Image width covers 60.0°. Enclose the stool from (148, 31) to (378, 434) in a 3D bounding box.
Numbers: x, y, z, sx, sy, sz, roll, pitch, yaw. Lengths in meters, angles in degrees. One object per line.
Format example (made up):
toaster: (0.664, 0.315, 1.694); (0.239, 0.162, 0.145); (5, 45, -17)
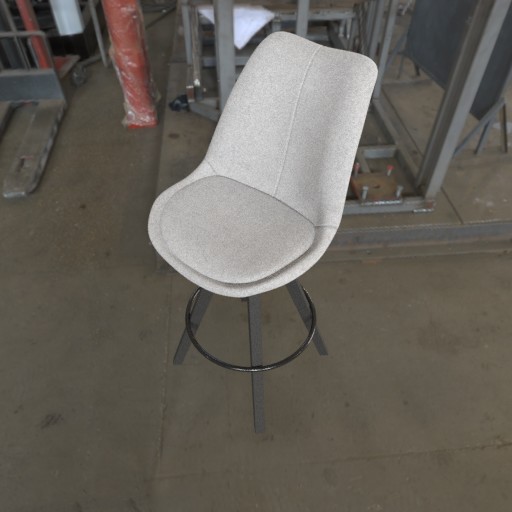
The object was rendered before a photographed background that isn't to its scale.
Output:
stool: (0.000, 0.000, 1.354); (0.485, 1.115, 0.550); (31, 54, 26)
